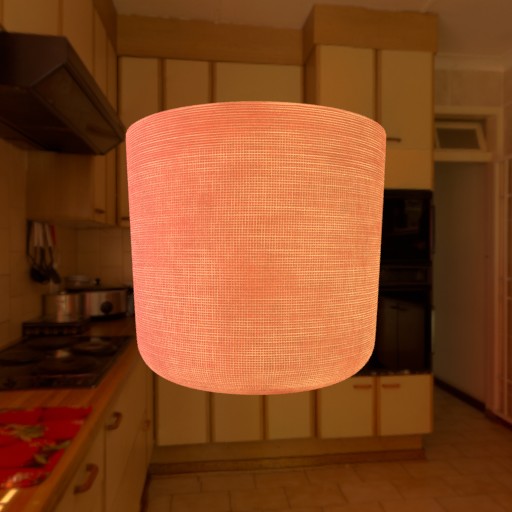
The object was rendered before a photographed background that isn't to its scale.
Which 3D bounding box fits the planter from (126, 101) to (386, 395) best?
[{"bbox_3d":[0.000,0.000,0.783,0.440,0.398,0.440,0,1,0],"label":"planter"}]
